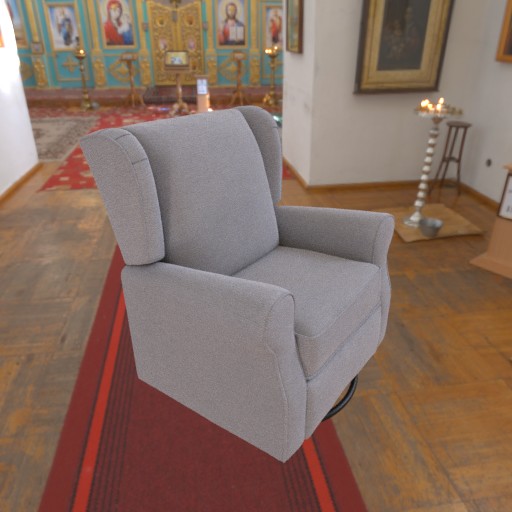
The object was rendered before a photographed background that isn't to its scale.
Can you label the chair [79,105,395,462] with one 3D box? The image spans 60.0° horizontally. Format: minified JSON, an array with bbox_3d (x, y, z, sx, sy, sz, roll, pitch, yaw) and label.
[{"bbox_3d":[0.000,0.000,1.659,0.854,0.966,0.906,18,31,32],"label":"chair"}]
